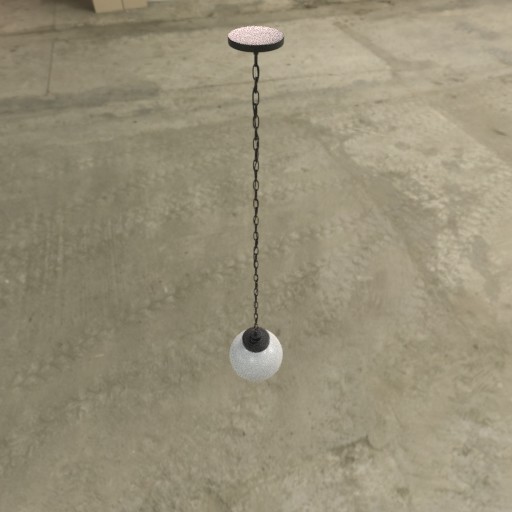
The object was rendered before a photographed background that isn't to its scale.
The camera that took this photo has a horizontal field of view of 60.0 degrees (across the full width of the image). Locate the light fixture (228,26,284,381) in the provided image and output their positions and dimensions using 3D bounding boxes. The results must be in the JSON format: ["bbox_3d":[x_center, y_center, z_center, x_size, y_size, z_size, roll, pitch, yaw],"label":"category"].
[{"bbox_3d":[0.000,0.000,1.996,0.304,1.867,0.305,8,45,9],"label":"light fixture"}]
